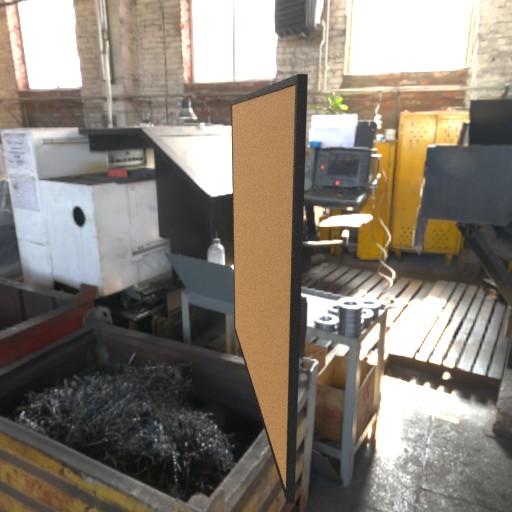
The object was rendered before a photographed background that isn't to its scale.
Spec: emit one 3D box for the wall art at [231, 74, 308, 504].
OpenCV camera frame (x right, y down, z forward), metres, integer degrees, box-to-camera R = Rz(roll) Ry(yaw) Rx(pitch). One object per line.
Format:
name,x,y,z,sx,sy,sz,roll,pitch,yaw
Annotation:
wall art,0.000,0.000,0.955,0.015,0.663,0.664,-3,17,-10
